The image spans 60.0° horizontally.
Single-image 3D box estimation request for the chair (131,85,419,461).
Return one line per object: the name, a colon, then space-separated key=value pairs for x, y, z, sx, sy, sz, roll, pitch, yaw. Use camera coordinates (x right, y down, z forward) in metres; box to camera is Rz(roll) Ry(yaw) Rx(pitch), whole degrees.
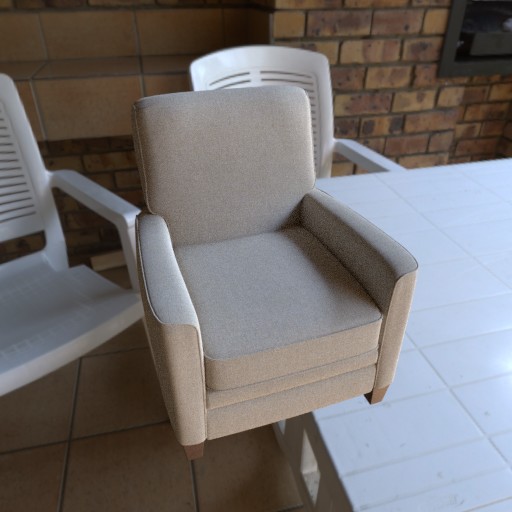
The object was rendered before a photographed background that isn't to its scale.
chair: x=0.000 y=0.000 z=1.616 sx=0.845 sy=1.023 sz=0.859 roll=-11 pitch=34 yaw=-16
